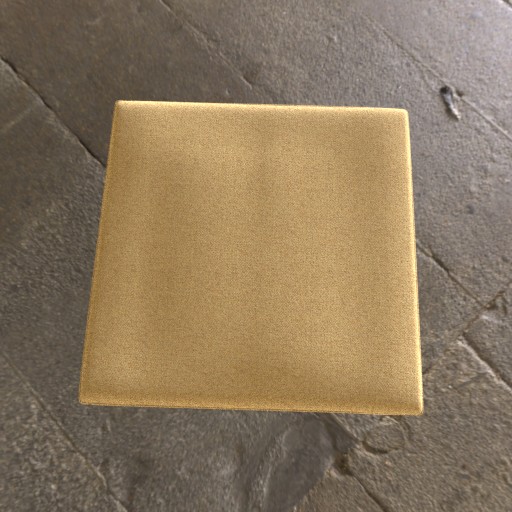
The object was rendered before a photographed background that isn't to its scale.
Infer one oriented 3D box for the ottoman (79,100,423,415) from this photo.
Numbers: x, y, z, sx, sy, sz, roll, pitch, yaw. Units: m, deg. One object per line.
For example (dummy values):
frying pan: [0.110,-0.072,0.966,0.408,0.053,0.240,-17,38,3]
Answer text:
ottoman: [0.000,0.000,1.498,0.981,0.378,0.970,2,76,0]
